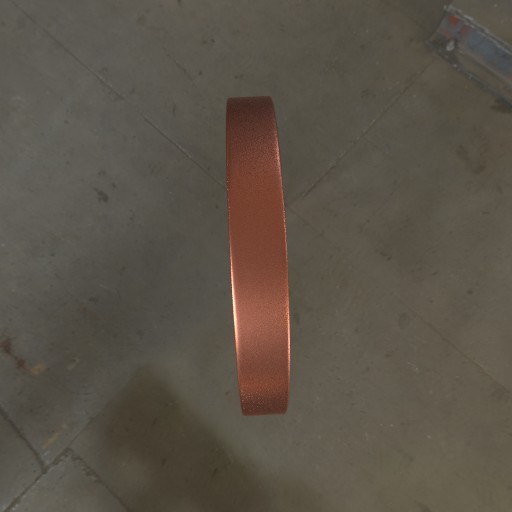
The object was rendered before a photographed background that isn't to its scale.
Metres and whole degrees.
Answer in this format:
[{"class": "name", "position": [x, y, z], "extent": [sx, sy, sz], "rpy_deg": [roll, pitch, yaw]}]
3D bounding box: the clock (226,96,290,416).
[{"class": "clock", "position": [0.000, 0.000, 0.463], "extent": [0.040, 0.313, 0.313], "rpy_deg": [-3, 76, -1]}]
